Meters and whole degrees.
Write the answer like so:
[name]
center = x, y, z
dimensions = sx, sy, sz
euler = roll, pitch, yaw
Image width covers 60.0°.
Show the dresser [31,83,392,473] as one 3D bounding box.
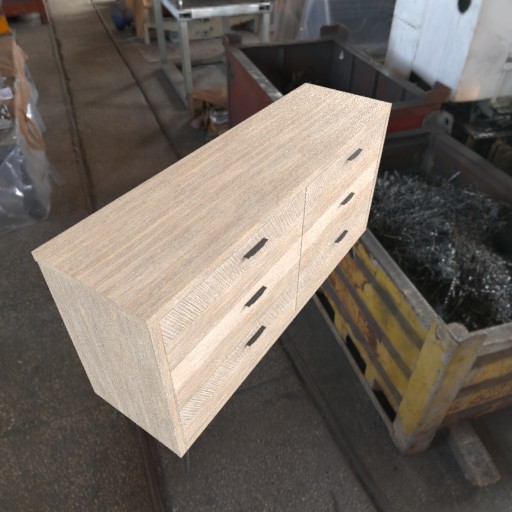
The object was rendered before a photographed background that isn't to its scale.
[dresser]
center = 0.000, 0.000, 1.897
dimensions = 0.457, 0.914, 1.524
euler = 24, 47, 25
